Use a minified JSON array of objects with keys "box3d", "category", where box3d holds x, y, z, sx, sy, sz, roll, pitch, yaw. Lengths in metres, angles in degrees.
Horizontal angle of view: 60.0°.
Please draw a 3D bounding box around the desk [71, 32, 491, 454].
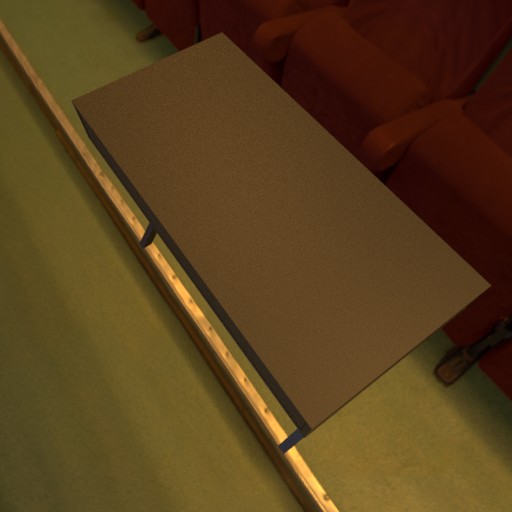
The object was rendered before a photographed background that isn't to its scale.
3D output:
[{"box3d":[0.000,0.000,1.443,0.504,0.780,1.057,-32,67,-16],"category":"desk"}]
